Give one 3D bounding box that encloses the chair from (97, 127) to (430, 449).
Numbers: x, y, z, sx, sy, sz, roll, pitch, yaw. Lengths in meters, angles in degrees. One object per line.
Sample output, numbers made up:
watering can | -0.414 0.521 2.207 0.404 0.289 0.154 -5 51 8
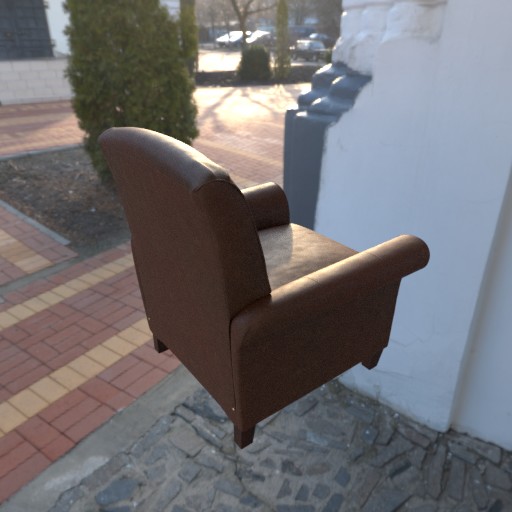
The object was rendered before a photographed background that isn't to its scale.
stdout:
chair | 0.000 0.000 1.773 0.902 1.061 0.978 -18 32 -32
